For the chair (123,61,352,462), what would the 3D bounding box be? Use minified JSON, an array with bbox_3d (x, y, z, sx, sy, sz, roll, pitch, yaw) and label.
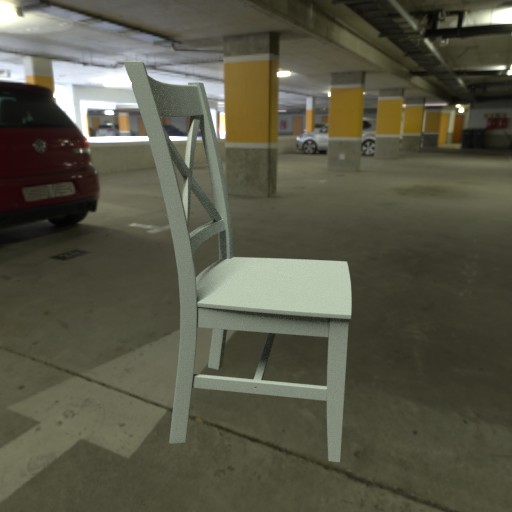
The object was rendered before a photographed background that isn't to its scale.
[{"bbox_3d":[0.000,0.000,1.276,0.542,0.983,0.485,3,16,9],"label":"chair"}]
